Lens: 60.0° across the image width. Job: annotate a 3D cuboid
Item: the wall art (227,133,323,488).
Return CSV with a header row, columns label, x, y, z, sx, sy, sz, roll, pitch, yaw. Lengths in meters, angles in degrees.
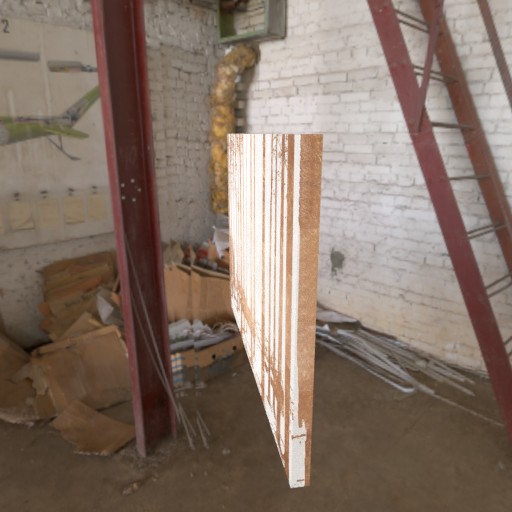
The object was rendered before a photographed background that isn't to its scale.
label,x,y,z,sx,sy,sz,roll,pitch,yaw
wall art,0.000,0.000,1.145,0.035,0.609,0.914,-3,16,-10
